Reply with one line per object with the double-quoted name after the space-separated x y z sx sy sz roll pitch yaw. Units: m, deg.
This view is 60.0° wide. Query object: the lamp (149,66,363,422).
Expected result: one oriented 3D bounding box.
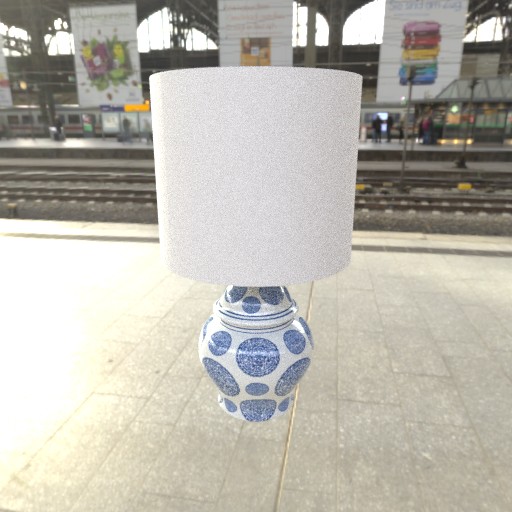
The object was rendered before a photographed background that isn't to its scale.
0.000 0.000 0.512 0.215 0.381 0.215 2 17 7 "lamp"
